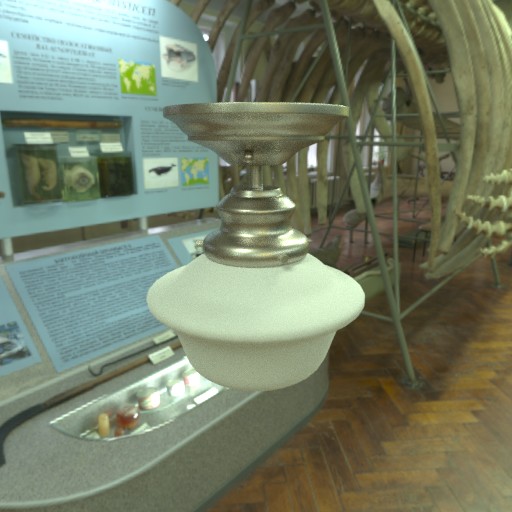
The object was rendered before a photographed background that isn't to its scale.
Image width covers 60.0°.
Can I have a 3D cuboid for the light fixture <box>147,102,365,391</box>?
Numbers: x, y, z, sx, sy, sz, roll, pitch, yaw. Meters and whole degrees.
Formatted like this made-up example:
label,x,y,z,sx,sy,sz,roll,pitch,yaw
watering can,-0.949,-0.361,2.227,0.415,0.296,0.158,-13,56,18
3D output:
label,x,y,z,sx,sy,sz,roll,pitch,yaw
light fixture,0.000,0.000,0.401,0.199,0.254,0.199,0,15,0
